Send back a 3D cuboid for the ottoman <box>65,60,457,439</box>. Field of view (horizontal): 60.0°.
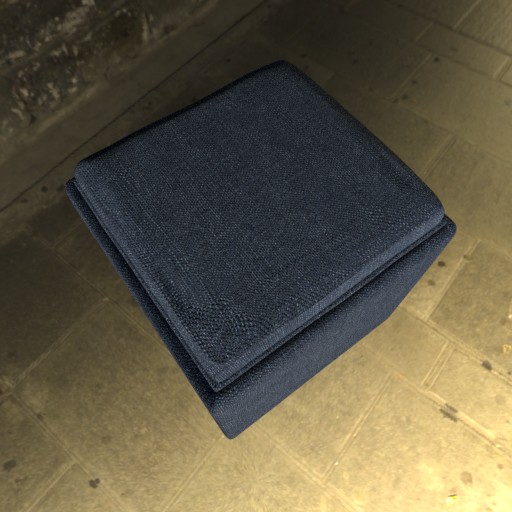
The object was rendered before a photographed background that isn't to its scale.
[{"bbox_3d":[0.000,0.000,0.839,0.454,0.493,0.436,-33,68,-16],"label":"ottoman"}]
